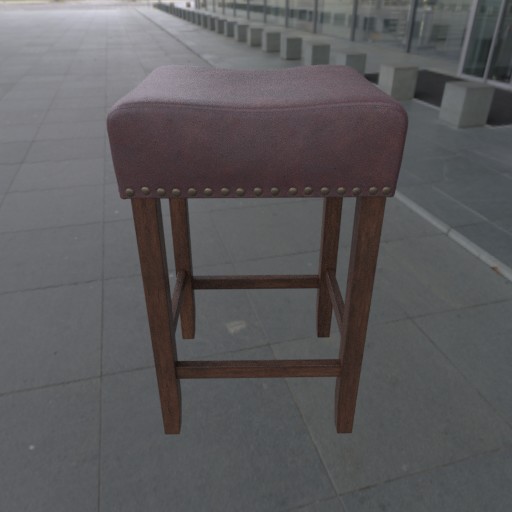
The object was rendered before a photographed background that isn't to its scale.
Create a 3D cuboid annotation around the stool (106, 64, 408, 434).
[{"bbox_3d":[0.000,0.000,1.020,0.465,0.769,0.401,-1,31,-1],"label":"stool"}]
